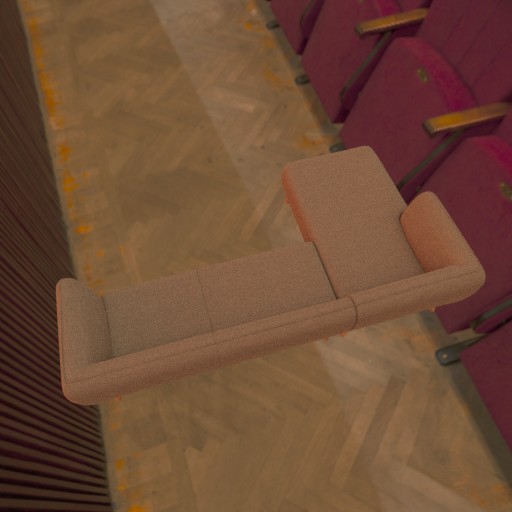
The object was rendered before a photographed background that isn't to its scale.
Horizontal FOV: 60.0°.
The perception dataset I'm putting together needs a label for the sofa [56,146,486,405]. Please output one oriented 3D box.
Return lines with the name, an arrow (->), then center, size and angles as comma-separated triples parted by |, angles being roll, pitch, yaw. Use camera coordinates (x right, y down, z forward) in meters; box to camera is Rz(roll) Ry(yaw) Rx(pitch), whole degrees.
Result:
sofa -> 0.000, 0.000, 3.245 | 2.653, 0.693, 1.532 | -14, 60, -8
